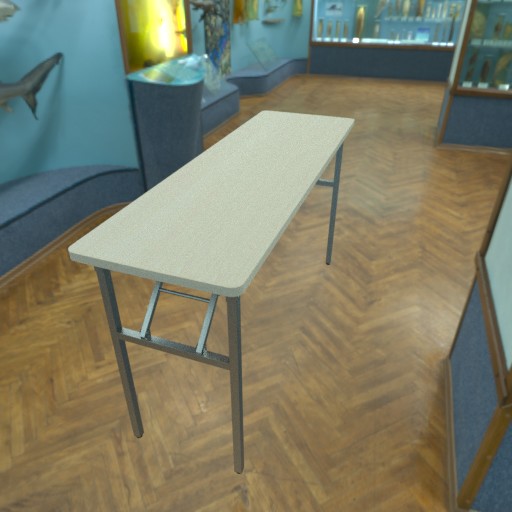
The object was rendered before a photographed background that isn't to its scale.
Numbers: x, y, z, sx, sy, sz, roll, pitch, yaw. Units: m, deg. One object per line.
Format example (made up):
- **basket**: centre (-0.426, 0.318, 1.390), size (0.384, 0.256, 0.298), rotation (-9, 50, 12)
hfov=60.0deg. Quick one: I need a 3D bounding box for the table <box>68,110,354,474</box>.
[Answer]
- **table**: centre (0.000, 0.000, 1.723), size (0.446, 0.750, 1.397), rotation (11, 34, 17)
